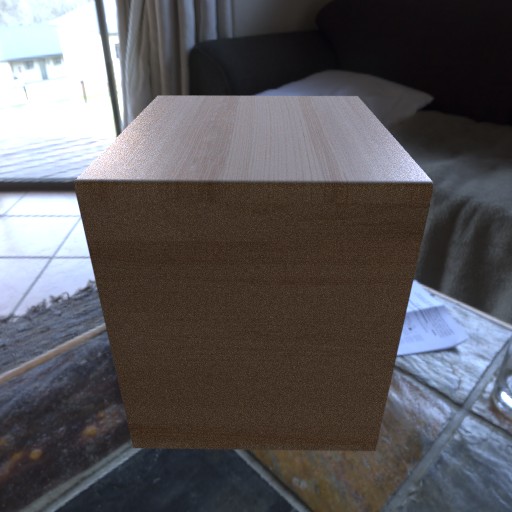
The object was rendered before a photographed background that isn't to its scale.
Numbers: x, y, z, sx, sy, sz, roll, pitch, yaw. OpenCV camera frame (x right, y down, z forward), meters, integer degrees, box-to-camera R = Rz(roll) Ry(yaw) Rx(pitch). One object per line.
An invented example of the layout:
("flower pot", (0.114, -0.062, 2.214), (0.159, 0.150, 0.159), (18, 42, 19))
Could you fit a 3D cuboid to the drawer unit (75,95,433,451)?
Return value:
("drawer unit", (0.000, 0.000, 0.591), (0.290, 0.344, 0.344), (0, 31, 1))
